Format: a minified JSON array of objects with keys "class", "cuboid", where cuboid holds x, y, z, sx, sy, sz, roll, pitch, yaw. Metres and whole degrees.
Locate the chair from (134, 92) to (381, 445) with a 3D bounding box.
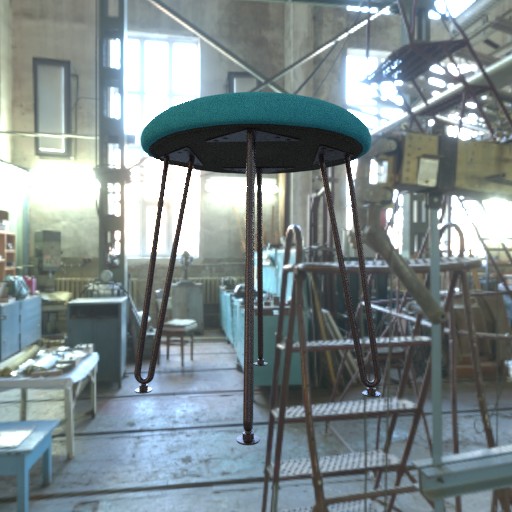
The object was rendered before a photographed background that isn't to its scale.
[{"class":"chair","cuboid":[0.000,0.000,0.695,0.350,0.430,0.350,0,0,36]}]
